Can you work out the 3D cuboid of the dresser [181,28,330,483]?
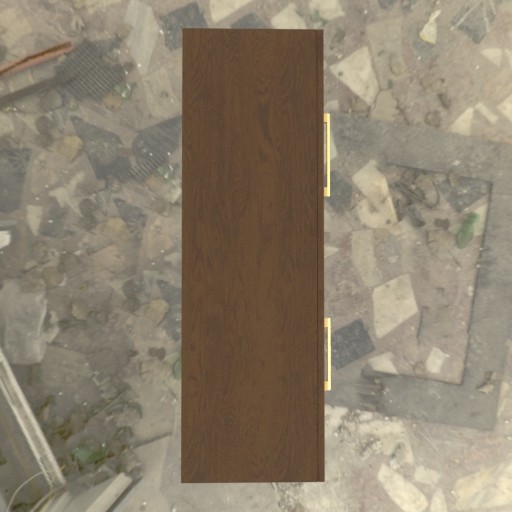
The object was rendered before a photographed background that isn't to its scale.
[{"bbox_3d":[0.000,0.000,1.930,0.512,0.889,1.523,0,89,-1],"label":"dresser"}]
